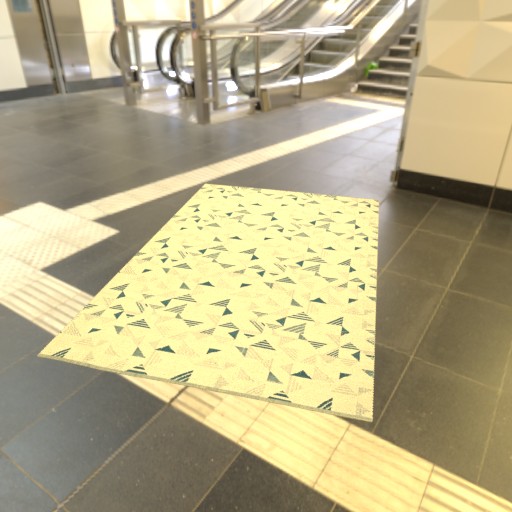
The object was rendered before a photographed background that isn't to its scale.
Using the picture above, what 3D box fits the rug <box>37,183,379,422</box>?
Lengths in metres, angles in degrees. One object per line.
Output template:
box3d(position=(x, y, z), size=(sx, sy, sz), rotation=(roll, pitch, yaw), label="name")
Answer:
box3d(position=(0.000, 0.000, 2.269), size=(1.206, 0.003, 1.835), rotation=(7, 31, 12), label="rug")
